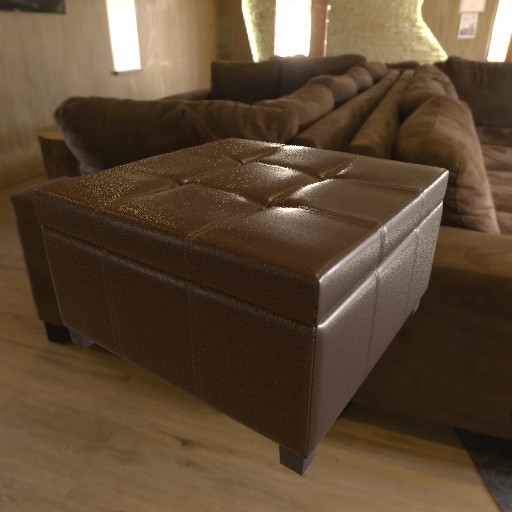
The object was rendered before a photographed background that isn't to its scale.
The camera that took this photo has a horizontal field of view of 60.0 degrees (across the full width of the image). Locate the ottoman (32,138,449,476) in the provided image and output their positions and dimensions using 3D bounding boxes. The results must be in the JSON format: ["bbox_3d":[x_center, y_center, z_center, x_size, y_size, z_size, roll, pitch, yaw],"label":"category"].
[{"bbox_3d":[0.000,0.000,1.234,0.787,0.460,0.788,17,31,31],"label":"ottoman"}]
